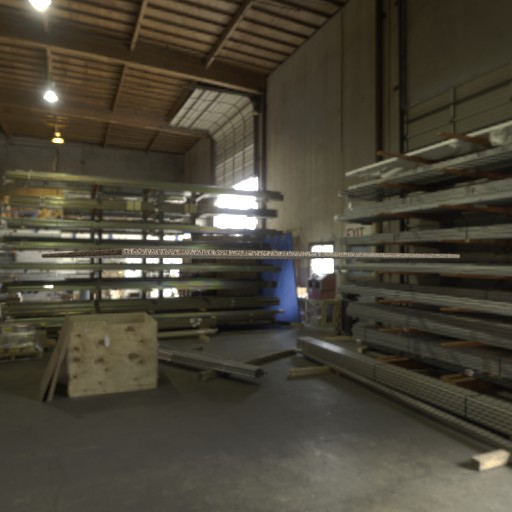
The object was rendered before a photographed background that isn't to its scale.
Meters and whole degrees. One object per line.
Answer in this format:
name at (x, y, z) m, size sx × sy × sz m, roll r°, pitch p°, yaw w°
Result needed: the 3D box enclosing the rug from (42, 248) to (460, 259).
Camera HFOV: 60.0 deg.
rug at (0.000, 0.000, 3.445) m, size 2.743 × 0.030 × 1.778 m, roll 1°, pitch -1°, yaw -36°
